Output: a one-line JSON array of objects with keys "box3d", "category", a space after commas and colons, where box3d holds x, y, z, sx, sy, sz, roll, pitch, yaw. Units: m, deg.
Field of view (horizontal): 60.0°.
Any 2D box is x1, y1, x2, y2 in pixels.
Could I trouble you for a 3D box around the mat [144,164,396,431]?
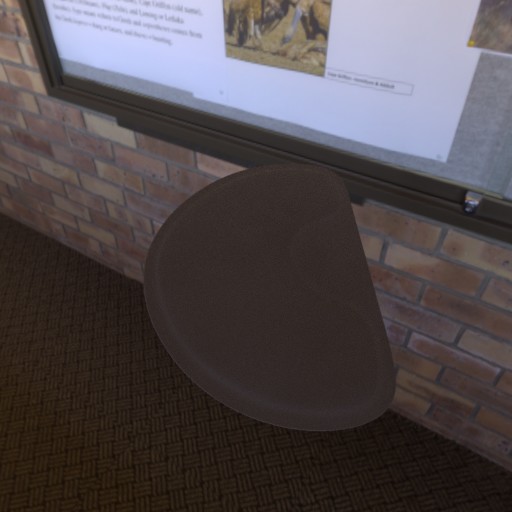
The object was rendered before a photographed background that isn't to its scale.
[{"box3d": [0.000, 0.000, 1.849, 0.913, 0.013, 1.524, 0, 41, 0], "category": "mat"}]
